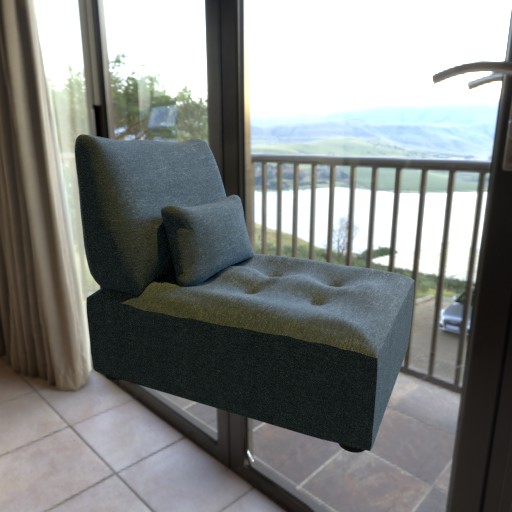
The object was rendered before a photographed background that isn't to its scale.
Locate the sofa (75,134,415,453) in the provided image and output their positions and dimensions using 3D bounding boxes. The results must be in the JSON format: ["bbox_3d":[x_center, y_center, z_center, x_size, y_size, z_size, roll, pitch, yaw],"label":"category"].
[{"bbox_3d":[0.000,0.000,1.553,1.000,0.820,0.700,7,16,25],"label":"sofa"}]
